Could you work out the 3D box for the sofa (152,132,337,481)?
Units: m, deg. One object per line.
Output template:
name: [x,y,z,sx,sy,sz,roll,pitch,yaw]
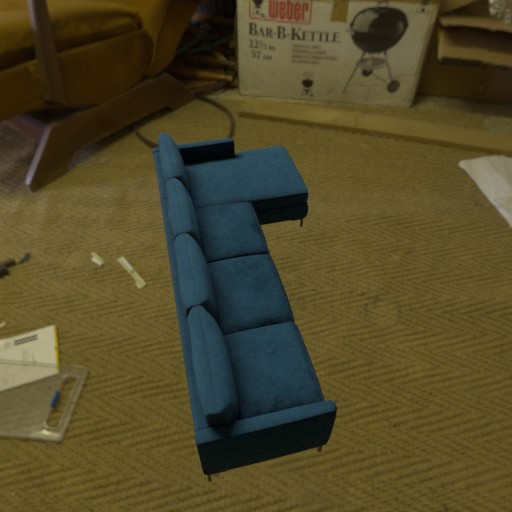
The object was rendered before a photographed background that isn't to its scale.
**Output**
sofa: [0.000,0.000,3.519,1.350,0.810,2.932,-10,47,-9]
